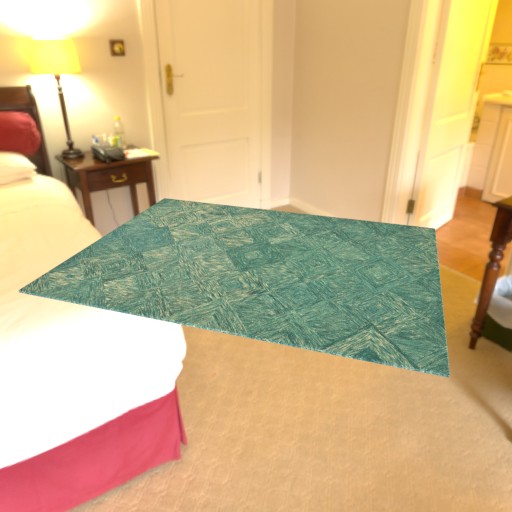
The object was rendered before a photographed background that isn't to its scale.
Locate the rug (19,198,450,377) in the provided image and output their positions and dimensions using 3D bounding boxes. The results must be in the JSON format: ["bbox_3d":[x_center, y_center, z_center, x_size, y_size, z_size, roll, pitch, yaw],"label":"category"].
[{"bbox_3d":[0.000,0.000,4.123,3.217,0.027,2.405,8,27,16],"label":"rug"}]
